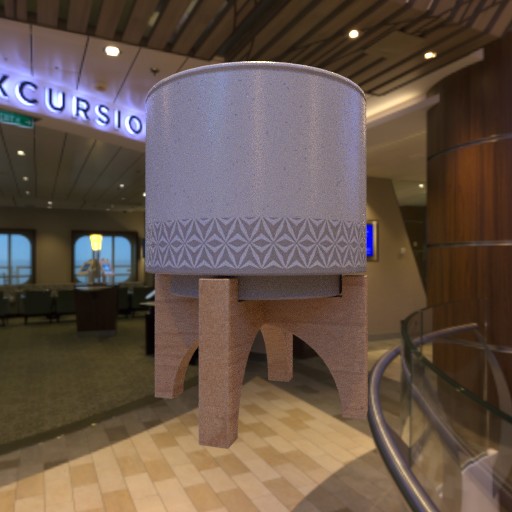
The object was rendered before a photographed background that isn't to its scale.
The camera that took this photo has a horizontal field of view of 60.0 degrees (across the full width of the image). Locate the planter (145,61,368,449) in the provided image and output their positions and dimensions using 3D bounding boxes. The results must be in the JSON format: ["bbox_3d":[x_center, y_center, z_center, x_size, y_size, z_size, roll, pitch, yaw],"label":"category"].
[{"bbox_3d":[0.000,0.000,0.267,0.130,0.178,0.130,0,0,0],"label":"planter"}]
